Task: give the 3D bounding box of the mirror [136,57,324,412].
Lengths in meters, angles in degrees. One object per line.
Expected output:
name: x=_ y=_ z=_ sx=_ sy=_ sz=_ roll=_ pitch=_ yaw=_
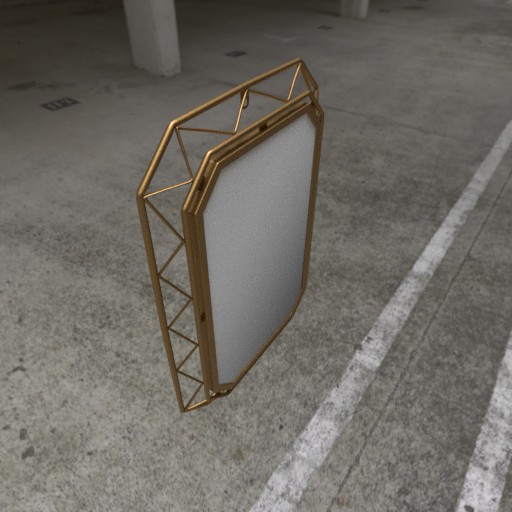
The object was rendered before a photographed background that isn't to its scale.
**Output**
mirror: x=0.000 y=0.000 z=0.742 sx=0.042 sy=0.566 sz=0.417 roll=24 pitch=46 yaw=26
